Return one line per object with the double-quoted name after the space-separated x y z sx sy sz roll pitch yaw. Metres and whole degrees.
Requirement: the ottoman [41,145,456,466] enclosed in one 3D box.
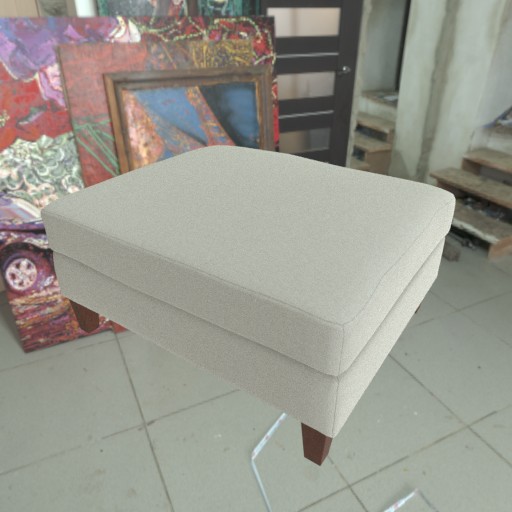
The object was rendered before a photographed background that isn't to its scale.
0.000 0.000 1.414 0.976 0.492 0.836 19 34 30 "ottoman"
